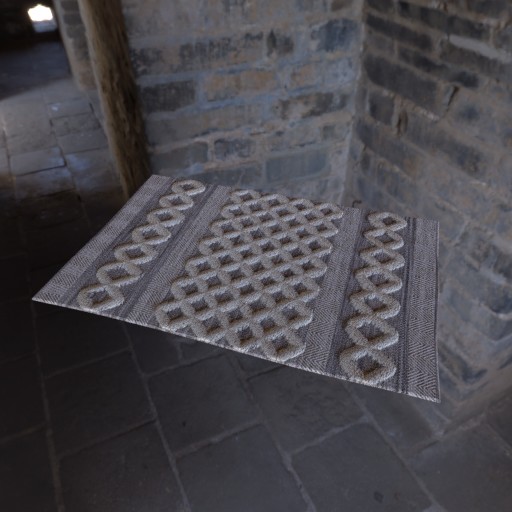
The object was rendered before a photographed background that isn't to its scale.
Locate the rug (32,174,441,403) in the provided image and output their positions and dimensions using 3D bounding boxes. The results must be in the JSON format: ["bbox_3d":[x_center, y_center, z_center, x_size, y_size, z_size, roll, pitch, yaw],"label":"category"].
[{"bbox_3d":[0.000,0.000,2.302,1.823,0.030,1.222,11,41,13],"label":"rug"}]
